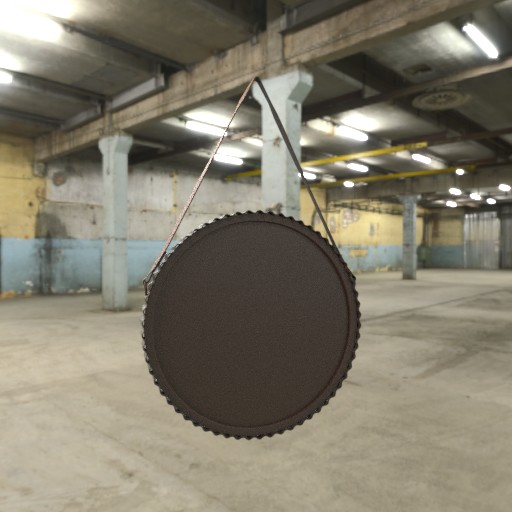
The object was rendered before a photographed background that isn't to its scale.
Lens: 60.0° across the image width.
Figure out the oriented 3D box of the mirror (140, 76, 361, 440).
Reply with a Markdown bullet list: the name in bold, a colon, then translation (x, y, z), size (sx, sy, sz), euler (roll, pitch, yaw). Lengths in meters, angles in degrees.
- **mirror**: translation (0.000, 0.000, 0.705), size (0.355, 0.568, 0.042), euler (0, 0, -17)
